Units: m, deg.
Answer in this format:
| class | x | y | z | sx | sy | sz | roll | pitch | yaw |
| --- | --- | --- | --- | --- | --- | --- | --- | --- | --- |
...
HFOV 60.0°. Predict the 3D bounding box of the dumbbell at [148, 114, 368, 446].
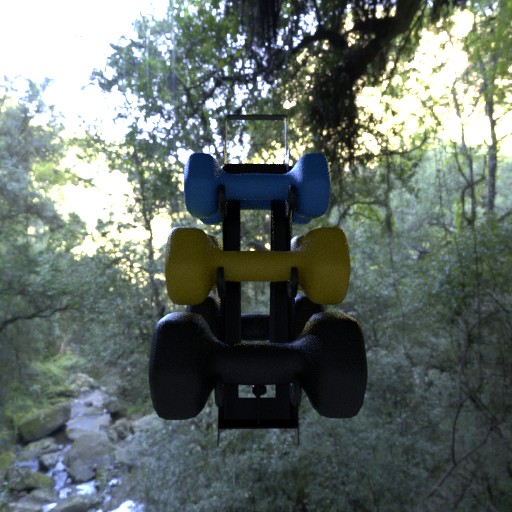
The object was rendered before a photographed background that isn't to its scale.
| class | x | y | z | sx | sy | sz | roll | pitch | yaw |
| --- | --- | --- | --- | --- | --- | --- | --- | --- | --- |
| dumbbell | 0.000 | 0.000 | 0.680 | 0.255 | 0.426 | 0.409 | 0 | 0 | -1 |
